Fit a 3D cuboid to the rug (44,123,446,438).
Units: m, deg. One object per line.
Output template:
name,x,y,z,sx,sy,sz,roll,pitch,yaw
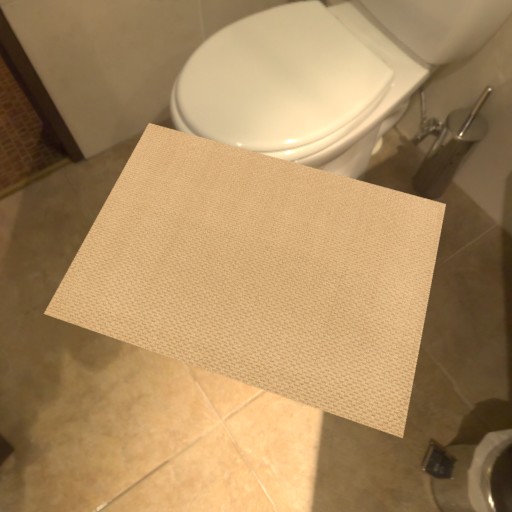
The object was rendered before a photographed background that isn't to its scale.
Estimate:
rug,0.000,0.000,2.779,2.144,0.013,1.509,17,67,8
